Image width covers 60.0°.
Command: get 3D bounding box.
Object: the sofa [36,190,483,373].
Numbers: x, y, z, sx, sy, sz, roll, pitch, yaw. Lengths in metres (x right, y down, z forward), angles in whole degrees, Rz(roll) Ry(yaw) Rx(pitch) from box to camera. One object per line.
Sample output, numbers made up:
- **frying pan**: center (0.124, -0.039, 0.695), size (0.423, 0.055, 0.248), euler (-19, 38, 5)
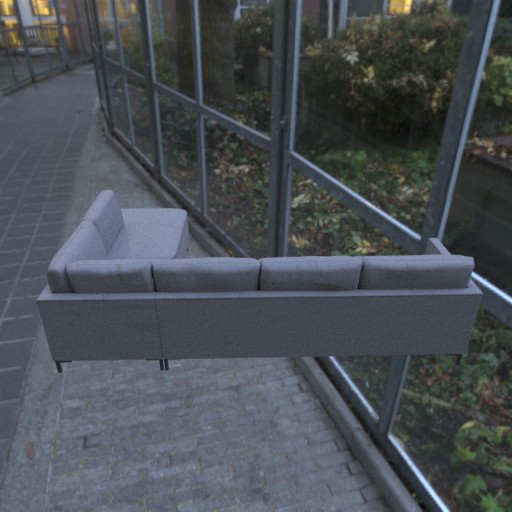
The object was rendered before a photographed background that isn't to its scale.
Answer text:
- **sofa**: center (0.000, 0.000, 4.273), size (3.331, 0.964, 2.077), euler (-1, 30, -1)
